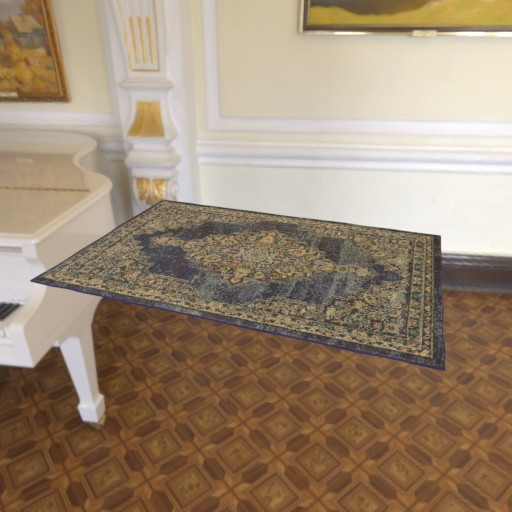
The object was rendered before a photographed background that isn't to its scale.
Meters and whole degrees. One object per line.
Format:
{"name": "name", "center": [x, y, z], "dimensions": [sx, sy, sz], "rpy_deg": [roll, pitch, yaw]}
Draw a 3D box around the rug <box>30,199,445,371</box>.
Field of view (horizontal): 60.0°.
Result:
{"name": "rug", "center": [0.000, 0.000, 2.253], "dimensions": [1.781, 0.012, 1.184], "rpy_deg": [9, 28, 18]}
